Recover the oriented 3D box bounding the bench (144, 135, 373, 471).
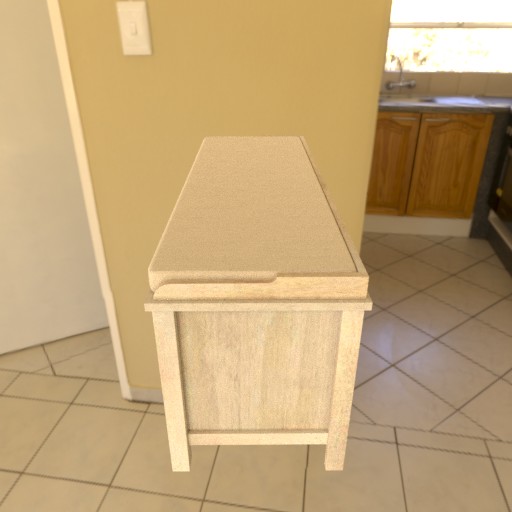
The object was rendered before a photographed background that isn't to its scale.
[{"bbox_3d":[0.000,0.000,1.371,0.398,0.501,1.140,0,27,0],"label":"bench"}]
